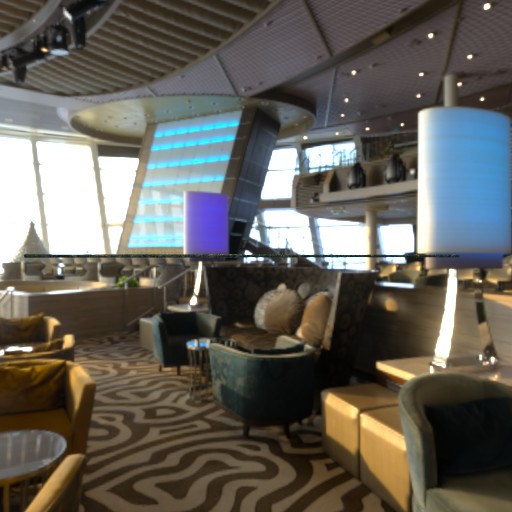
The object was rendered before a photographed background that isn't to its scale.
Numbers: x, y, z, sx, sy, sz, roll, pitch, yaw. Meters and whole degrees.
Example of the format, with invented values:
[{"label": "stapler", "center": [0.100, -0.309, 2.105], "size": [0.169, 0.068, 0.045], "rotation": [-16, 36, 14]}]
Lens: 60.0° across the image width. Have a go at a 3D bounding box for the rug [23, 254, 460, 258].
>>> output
[{"label": "rug", "center": [0.000, 0.000, 2.541], "size": [2.286, 0.016, 0.676], "rotation": [0, 0, -18]}]
